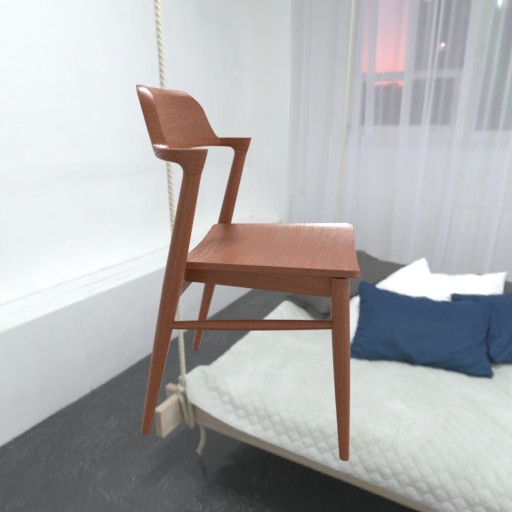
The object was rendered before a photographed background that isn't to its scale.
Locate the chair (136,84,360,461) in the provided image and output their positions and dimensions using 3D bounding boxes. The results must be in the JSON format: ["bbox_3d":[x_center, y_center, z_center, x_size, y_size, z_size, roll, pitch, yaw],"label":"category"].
[{"bbox_3d":[0.000,0.000,1.118,0.499,0.801,0.496,3,18,9],"label":"chair"}]
